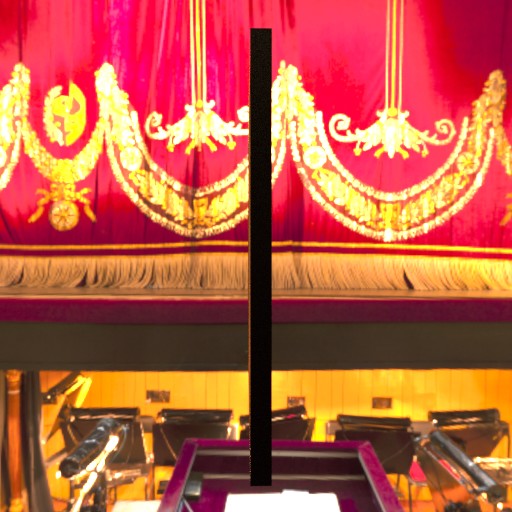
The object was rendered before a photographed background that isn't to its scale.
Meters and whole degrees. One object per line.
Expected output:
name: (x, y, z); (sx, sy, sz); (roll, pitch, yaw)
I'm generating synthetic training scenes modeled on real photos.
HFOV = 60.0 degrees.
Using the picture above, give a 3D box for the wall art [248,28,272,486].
wall art: (0.000, 0.000, 1.108); (0.036, 0.755, 0.756); (0, 1, -1)
